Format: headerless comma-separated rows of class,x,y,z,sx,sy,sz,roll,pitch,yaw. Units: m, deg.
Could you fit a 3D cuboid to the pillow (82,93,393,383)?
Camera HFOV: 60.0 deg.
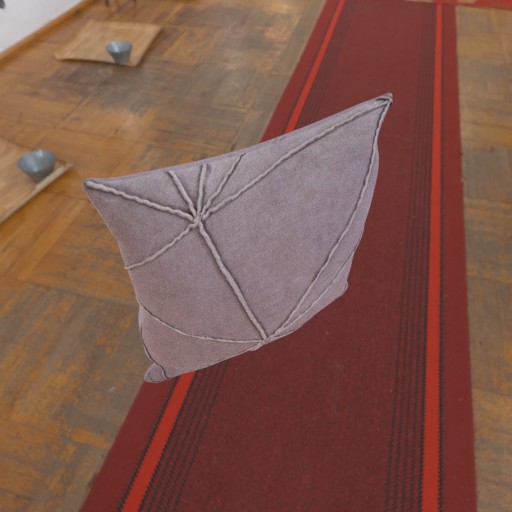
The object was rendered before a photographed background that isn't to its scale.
pillow,0.000,0.000,0.693,0.439,0.440,0.185,-22,51,-20
